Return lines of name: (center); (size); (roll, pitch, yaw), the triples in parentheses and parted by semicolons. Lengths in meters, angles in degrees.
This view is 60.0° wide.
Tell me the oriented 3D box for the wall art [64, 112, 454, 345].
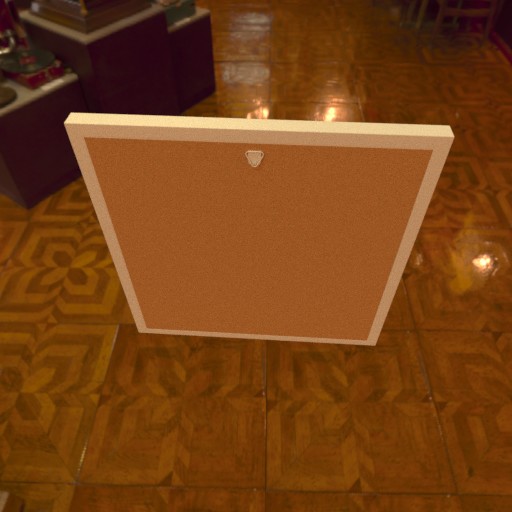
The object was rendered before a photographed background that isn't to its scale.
wall art: (0.000, 0.000, 1.152); (0.761, 0.762, 0.050); (3, 48, 2)
